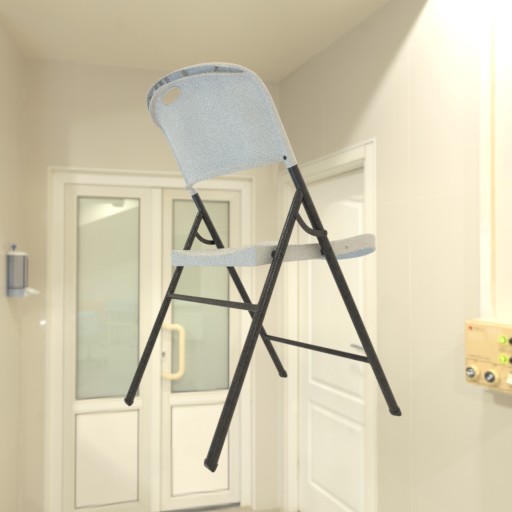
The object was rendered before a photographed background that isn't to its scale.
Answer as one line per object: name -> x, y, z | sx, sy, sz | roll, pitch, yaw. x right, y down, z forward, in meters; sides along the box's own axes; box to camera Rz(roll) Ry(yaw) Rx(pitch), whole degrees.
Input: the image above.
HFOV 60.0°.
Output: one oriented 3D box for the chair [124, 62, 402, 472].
chair -> 0.000, 0.000, 1.171 | 0.566, 0.810, 0.494 | 1, -1, -35
